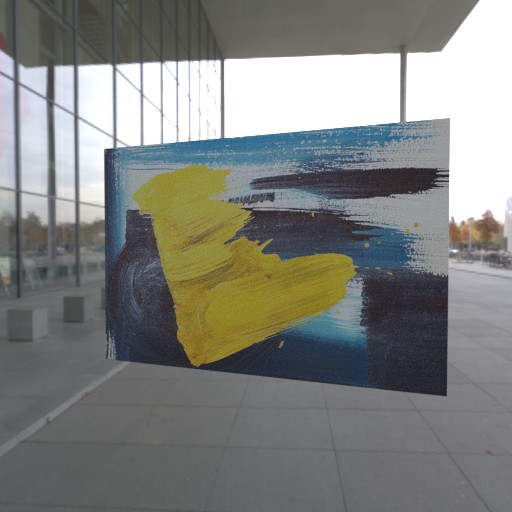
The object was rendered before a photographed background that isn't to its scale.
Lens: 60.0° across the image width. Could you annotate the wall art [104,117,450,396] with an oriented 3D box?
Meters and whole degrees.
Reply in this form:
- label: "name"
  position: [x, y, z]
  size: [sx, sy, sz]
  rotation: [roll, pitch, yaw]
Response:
- label: "wall art"
  position: [0.000, 0.000, 0.764]
  size: [0.609, 0.406, 0.033]
  rotation: [1, 2, 20]
